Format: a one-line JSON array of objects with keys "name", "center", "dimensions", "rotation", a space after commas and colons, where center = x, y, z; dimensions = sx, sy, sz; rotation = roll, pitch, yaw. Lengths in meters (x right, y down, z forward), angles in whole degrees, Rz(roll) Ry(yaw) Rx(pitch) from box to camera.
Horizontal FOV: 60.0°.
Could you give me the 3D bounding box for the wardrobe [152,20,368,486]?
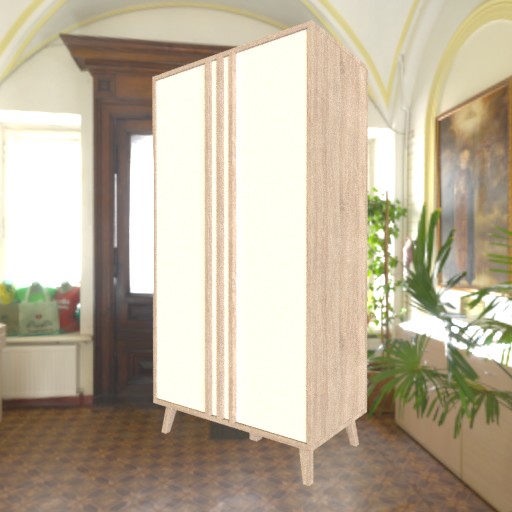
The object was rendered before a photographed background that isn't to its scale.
[{"name": "wardrobe", "center": [0.000, 0.000, 2.364], "dimensions": [1.000, 1.960, 0.600], "rotation": [1, 1, 37]}]
